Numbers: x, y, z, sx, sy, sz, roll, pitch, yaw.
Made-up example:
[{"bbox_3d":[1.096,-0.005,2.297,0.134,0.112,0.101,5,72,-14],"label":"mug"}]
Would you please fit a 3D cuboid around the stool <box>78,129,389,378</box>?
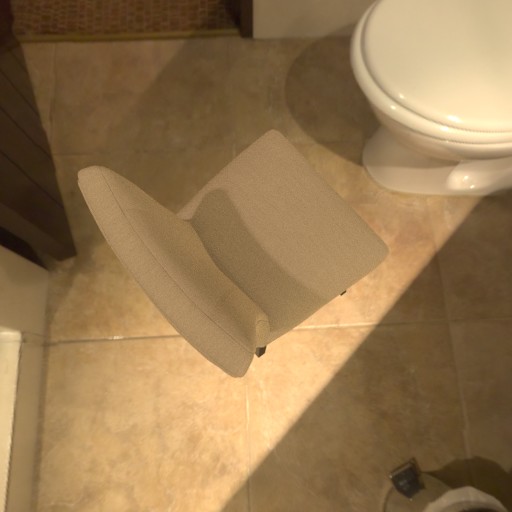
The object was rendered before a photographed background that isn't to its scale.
[{"bbox_3d":[0.000,0.000,1.325,0.574,1.000,0.514,-39,78,-10],"label":"stool"}]
